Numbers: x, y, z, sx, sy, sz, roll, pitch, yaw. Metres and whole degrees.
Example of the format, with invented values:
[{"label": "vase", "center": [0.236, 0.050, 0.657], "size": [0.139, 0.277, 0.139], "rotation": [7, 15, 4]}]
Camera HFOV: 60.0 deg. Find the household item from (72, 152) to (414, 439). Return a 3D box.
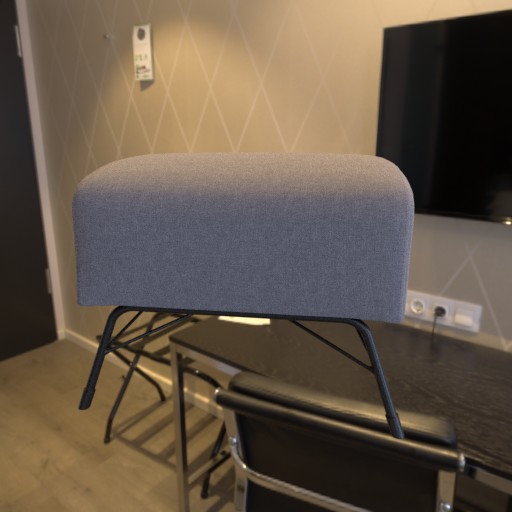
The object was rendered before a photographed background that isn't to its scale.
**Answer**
[{"label": "household item", "center": [0.000, 0.000, 0.902], "size": [0.530, 0.410, 0.530], "rotation": [2, 15, 8]}]
